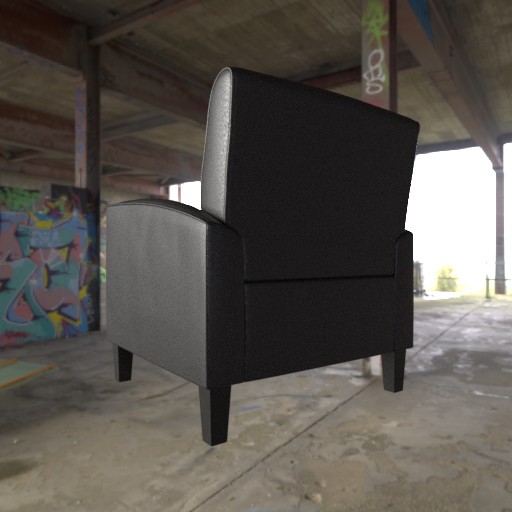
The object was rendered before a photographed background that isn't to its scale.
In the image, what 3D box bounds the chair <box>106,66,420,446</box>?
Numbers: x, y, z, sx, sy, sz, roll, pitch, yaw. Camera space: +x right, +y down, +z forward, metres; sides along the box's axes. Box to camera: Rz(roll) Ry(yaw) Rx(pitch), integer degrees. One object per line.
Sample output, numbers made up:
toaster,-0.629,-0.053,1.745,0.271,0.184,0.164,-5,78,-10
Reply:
chair,0.000,0.000,1.556,0.820,0.916,0.819,0,0,-36
